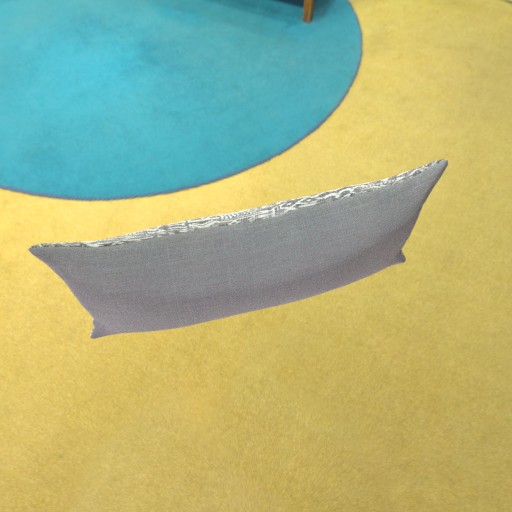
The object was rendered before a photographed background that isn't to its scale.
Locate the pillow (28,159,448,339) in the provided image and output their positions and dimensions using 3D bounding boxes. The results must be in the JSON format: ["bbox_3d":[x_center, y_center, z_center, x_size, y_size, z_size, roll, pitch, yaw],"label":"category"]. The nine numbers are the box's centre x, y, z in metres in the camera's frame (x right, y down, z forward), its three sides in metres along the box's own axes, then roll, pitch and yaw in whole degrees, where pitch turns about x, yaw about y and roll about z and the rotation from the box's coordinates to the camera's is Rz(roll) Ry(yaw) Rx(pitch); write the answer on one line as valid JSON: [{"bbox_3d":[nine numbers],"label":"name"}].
[{"bbox_3d":[0.000,0.000,0.741,0.631,0.290,0.148,-13,58,-8],"label":"pillow"}]
